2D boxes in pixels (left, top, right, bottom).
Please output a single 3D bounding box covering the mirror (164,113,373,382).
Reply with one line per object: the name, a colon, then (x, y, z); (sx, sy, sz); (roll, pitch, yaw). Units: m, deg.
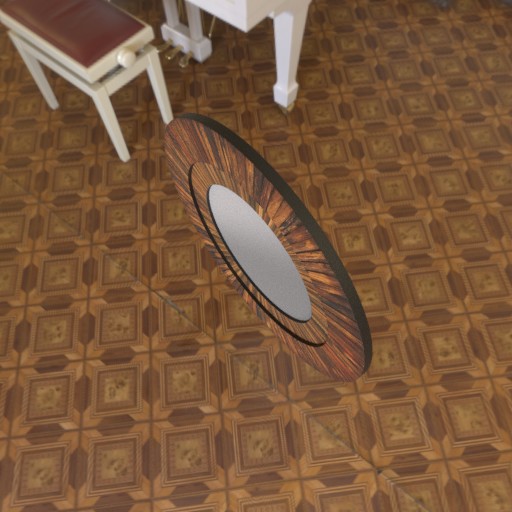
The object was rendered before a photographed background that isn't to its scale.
mirror: (0.000, 0.000, 1.589); (0.036, 1.077, 1.077); (-36, 68, -17)
